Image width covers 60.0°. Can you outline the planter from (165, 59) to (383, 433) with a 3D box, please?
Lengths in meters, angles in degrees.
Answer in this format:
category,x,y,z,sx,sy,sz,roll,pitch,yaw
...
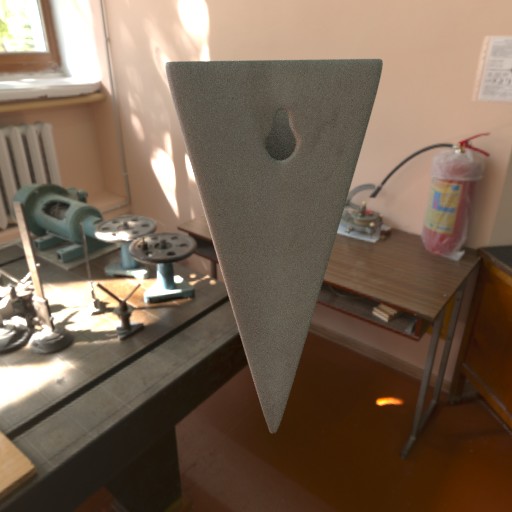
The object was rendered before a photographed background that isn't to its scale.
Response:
category,x,y,z,sx,sy,sz,roll,pitch,yaw
planter,0.000,0.000,0.274,0.101,0.224,0.081,-8,27,-16
